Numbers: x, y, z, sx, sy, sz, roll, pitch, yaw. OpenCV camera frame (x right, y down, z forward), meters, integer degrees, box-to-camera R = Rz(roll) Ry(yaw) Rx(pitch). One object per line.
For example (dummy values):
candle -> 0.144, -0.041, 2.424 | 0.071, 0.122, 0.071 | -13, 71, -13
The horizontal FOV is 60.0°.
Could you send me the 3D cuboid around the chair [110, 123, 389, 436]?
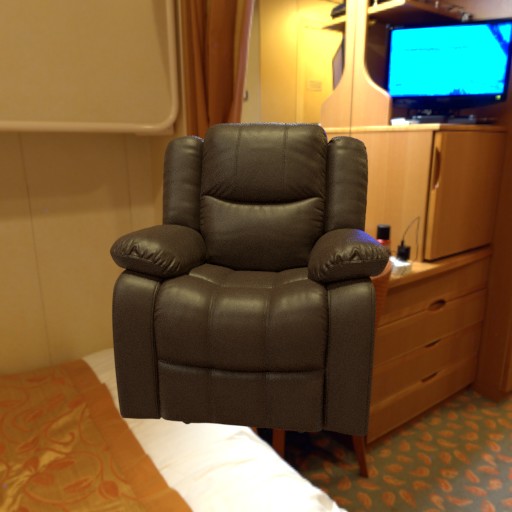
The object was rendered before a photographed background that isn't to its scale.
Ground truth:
chair -> 0.000, 0.000, 1.706 | 0.899, 1.009, 0.934 | 2, 14, 7
